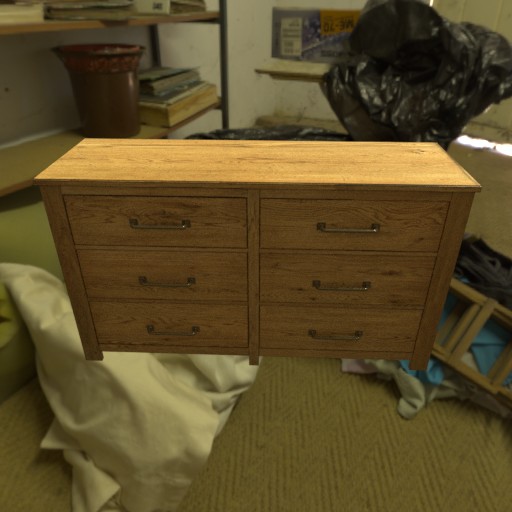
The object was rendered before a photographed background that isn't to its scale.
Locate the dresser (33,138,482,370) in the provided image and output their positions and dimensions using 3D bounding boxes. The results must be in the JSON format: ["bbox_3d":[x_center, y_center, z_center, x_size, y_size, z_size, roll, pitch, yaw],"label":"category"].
[{"bbox_3d":[0.000,0.000,2.083,1.657,0.932,0.563,1,31,2],"label":"dresser"}]
